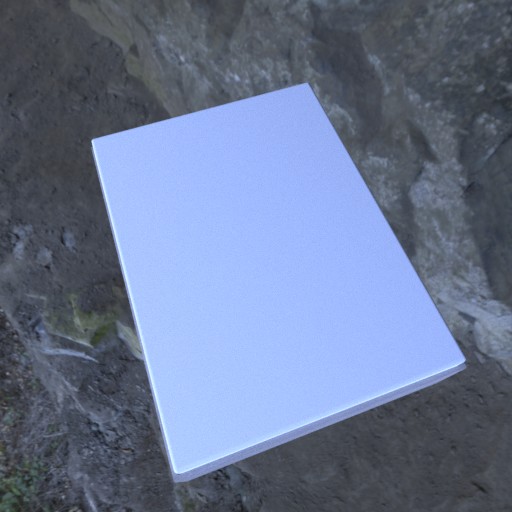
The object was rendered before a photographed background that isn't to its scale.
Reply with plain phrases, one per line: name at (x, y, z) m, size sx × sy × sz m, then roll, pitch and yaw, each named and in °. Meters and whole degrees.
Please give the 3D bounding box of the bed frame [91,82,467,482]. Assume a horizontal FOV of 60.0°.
bed frame at (0.000, 0.000, 2.553) m, size 1.448 × 0.490 × 1.944 m, roll -18°, pitch 65°, yaw -9°
